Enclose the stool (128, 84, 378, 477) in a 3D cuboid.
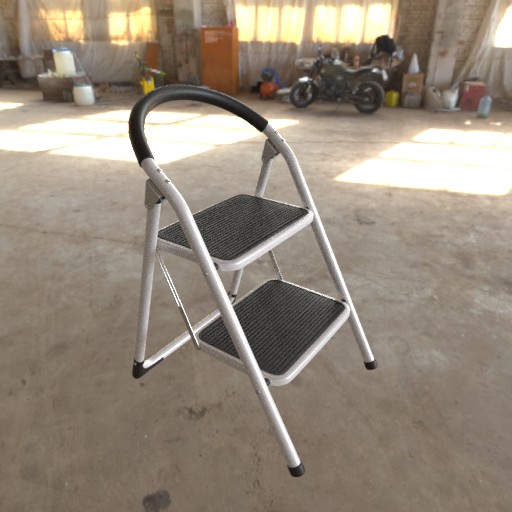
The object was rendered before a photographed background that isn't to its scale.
[{"bbox_3d":[0.000,0.000,1.097,0.559,0.760,0.453,18,33,31],"label":"stool"}]
